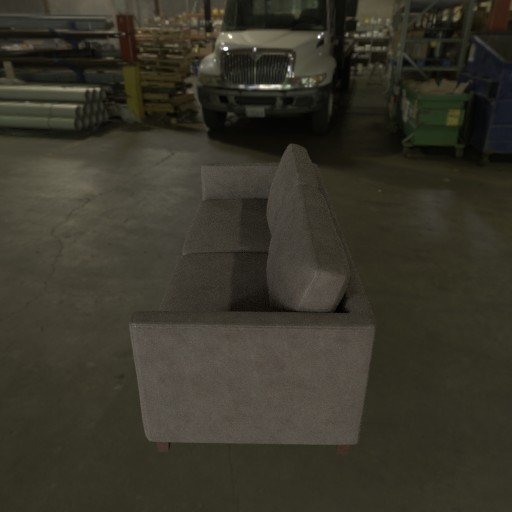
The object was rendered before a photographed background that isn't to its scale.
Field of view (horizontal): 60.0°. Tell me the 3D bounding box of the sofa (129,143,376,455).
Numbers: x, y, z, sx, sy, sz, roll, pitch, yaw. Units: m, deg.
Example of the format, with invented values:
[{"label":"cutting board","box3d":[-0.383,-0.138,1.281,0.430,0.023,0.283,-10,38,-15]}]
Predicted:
[{"label":"sofa","box3d":[0.000,0.000,2.709,0.951,0.965,2.208,0,27,1]}]
